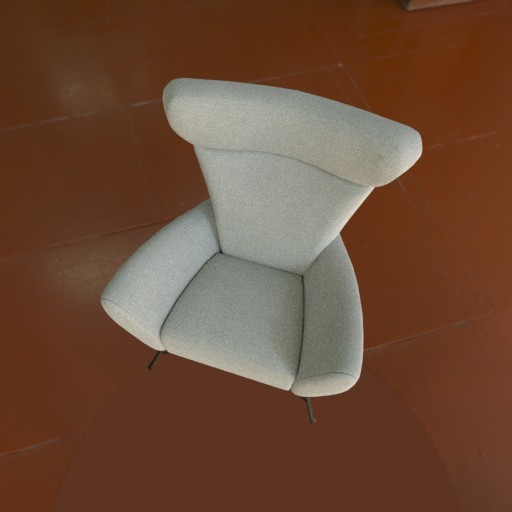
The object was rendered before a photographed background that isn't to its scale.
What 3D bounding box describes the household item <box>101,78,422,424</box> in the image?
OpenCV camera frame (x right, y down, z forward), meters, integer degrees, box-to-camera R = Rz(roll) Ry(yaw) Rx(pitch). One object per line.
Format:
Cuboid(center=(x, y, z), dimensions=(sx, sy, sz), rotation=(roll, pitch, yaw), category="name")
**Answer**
Cuboid(center=(0.000, 0.000, 1.798), dimensions=(0.980, 1.050, 0.900), rotation=(15, 60, 9), category="household item")
